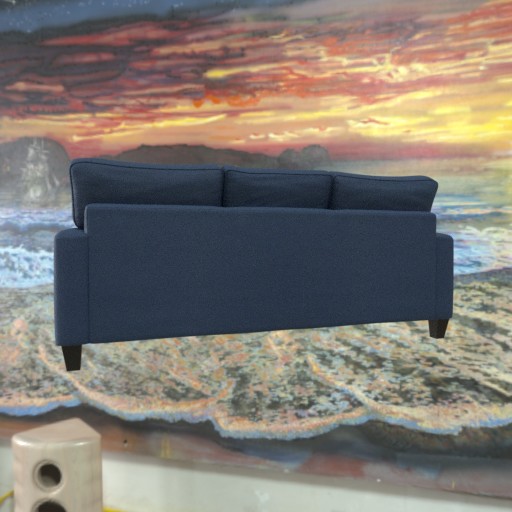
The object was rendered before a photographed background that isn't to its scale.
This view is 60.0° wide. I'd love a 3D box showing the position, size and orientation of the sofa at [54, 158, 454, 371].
[{"bbox_3d":[0.000,0.000,2.667,2.158,0.965,0.951,-1,2,-19],"label":"sofa"}]
